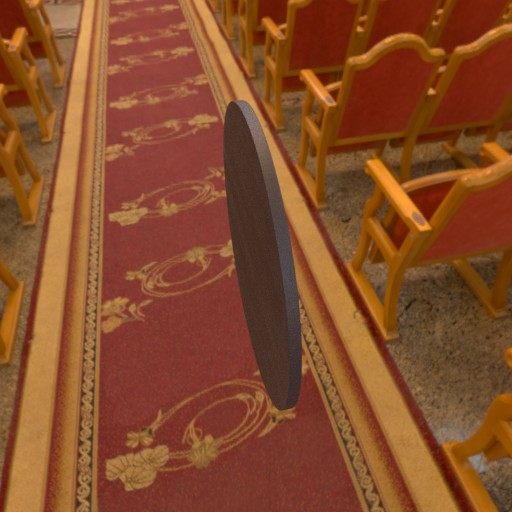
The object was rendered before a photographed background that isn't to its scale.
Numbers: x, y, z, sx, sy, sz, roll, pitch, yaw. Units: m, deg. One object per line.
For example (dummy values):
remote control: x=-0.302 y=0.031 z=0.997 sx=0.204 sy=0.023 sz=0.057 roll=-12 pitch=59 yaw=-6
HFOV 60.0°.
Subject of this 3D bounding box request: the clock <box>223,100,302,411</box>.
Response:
clock: x=0.000 y=0.000 z=0.893 sx=0.029 sy=0.595 sz=0.595 roll=-9 pitch=47 yaw=-9
